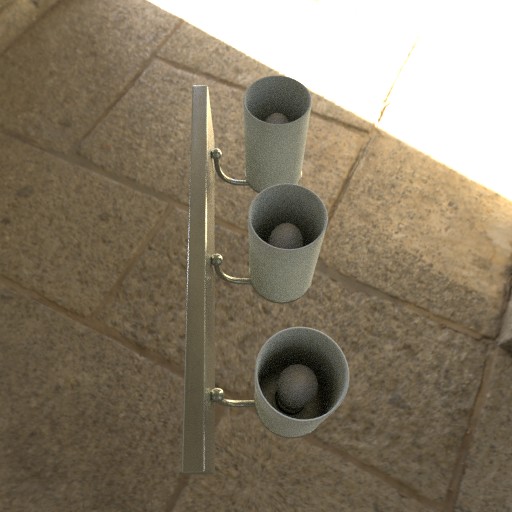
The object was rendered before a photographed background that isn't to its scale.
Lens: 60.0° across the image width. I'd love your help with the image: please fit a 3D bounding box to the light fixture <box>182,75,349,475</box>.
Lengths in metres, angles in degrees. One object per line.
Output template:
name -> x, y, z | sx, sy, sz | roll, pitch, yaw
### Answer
light fixture -> 0.000, 0.000, 0.517 | 0.145, 0.172, 0.451 | -2, 63, -1
